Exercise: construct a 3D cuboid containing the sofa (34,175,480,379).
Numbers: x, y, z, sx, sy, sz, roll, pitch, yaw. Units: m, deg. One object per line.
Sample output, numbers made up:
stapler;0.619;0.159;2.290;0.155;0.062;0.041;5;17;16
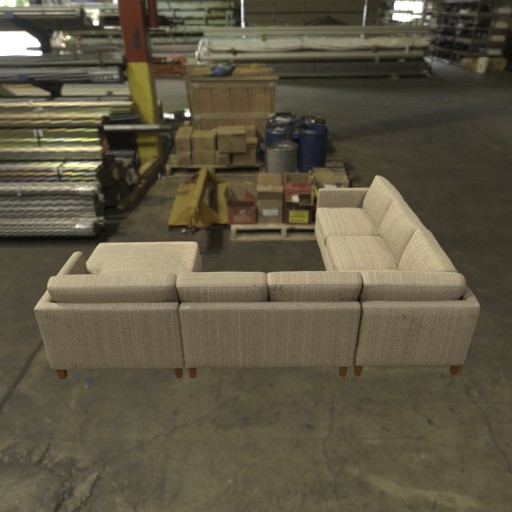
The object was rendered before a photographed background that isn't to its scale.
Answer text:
sofa;0.000;0.000;4.598;3.460;0.961;2.594;0;29;-1
